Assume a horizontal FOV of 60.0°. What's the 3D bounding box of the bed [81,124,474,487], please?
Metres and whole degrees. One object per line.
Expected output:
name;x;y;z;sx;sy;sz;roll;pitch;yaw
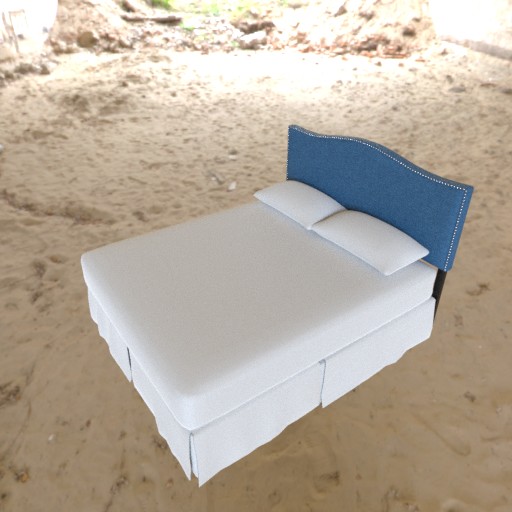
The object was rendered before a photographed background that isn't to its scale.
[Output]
bed;0.000;0.000;2.820;1.872;1.169;1.610;-20;37;-29
